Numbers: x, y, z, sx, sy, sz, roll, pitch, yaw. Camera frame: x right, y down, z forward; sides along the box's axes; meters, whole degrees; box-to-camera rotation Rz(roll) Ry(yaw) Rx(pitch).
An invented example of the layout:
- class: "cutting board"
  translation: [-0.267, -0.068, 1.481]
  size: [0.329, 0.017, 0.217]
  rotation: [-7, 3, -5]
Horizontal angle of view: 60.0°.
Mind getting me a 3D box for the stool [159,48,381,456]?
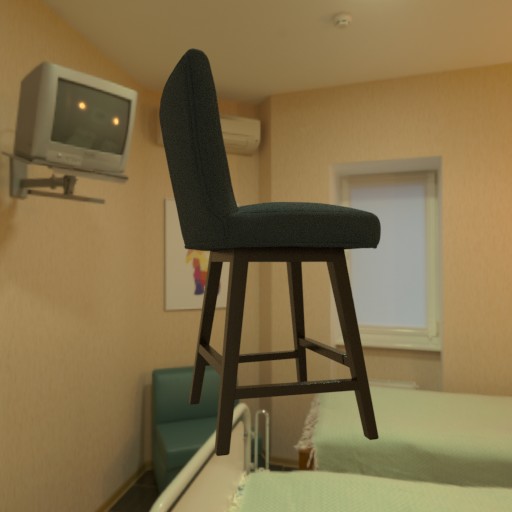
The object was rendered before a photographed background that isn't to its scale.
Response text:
- class: "stool"
  translation: [0.000, 0.000, 1.362]
  size: [0.574, 1.000, 0.514]
  rotation: [0, -1, -17]
